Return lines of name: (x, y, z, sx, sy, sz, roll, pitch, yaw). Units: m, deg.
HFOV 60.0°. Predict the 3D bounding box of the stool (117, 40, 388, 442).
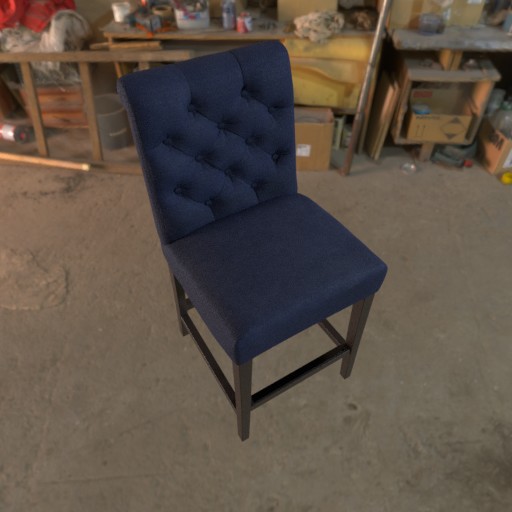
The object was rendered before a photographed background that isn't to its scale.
stool: (0.000, 0.000, 1.336, 0.493, 1.010, 0.601, -24, 51, -21)
